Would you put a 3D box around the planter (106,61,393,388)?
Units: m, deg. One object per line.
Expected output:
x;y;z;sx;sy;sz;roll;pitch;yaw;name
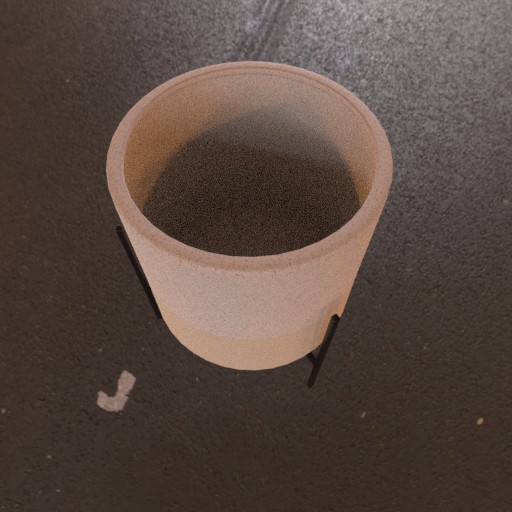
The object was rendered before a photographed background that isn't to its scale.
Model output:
0.000;0.000;0.657;0.313;0.423;0.335;-31;64;-18;planter
